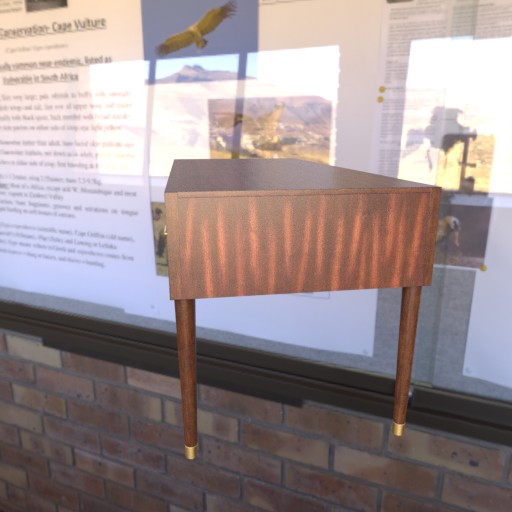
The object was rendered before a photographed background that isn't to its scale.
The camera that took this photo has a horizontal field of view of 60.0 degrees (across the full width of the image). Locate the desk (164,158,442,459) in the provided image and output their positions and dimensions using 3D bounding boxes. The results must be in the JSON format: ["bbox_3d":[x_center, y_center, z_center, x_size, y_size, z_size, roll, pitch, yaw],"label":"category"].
[{"bbox_3d":[0.000,0.000,1.948,0.724,0.762,1.575,-2,15,-9],"label":"desk"}]
